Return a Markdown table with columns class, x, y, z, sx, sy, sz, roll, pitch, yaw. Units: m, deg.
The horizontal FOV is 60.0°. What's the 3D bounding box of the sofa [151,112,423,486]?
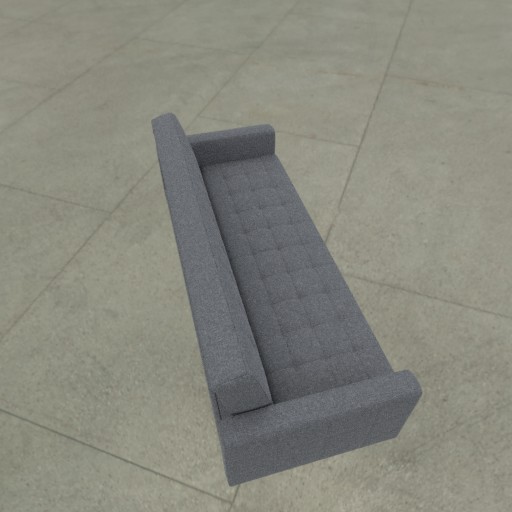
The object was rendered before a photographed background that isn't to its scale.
| class | x | y | z | sx | sy | sz | roll | pitch | yaw |
| --- | --- | --- | --- | --- | --- | --- | --- | --- | --- |
| sofa | 0.000 | 0.000 | 2.401 | 0.810 | 0.850 | 2.040 | -11 | 48 | -11 |
